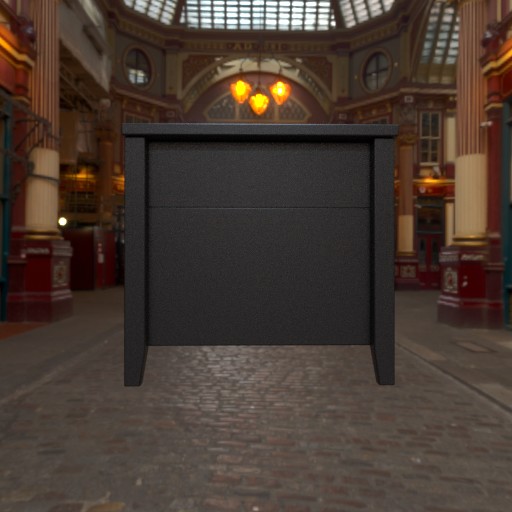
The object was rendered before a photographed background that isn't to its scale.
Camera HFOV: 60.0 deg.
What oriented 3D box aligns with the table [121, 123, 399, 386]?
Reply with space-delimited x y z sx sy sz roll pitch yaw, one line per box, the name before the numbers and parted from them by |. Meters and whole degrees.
table | 0.000 0.000 1.276 0.483 0.457 1.016 0 0 -1
